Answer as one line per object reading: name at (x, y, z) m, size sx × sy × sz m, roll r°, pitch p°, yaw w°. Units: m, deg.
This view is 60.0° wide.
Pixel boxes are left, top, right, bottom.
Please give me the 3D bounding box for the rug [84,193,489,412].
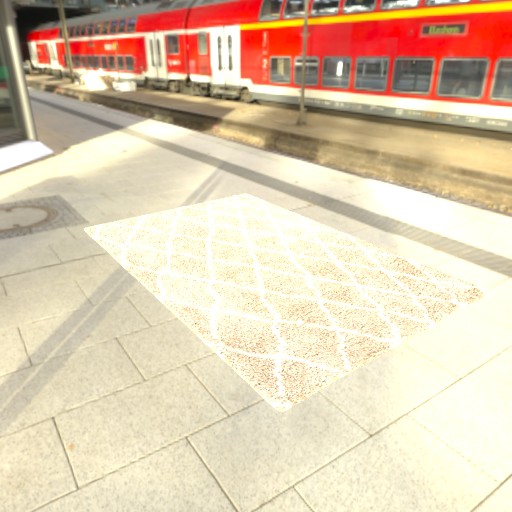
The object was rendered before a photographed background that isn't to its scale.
rug at (0.000, 0.000, 3.415) m, size 1.778 × 0.030 × 2.743 m, roll -17°, pitch 30°, yaw -33°
